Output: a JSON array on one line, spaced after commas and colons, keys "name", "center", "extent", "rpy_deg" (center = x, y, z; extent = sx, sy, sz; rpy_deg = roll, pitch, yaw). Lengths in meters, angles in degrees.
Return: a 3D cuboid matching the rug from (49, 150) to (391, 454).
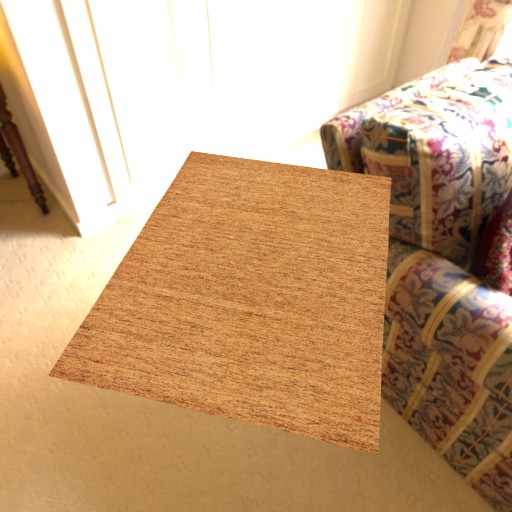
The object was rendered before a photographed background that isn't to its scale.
[{"name": "rug", "center": [0.000, 0.000, 4.224], "extent": [2.438, 0.012, 3.200], "rpy_deg": [10, 46, 10]}]
